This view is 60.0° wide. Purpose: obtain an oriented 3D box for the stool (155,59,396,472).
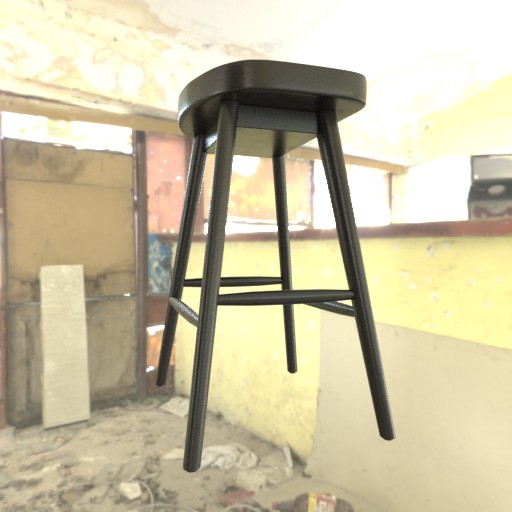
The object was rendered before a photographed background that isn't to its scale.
[{"bbox_3d":[0.000,0.000,0.890,0.361,0.615,0.440,0,1,-18],"label":"stool"}]
